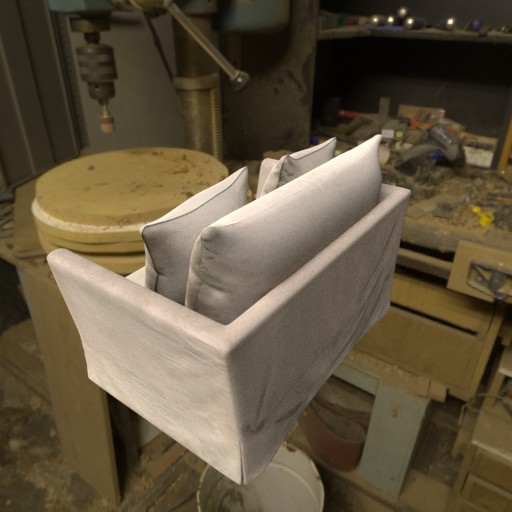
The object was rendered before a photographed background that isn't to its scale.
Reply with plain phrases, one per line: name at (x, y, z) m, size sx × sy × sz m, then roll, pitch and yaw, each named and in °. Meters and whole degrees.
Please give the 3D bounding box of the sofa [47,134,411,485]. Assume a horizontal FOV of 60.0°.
sofa at (0.000, 0.000, 2.232) m, size 1.035 × 1.040 × 1.608 m, roll 20°, pitch 35°, yaw 31°
